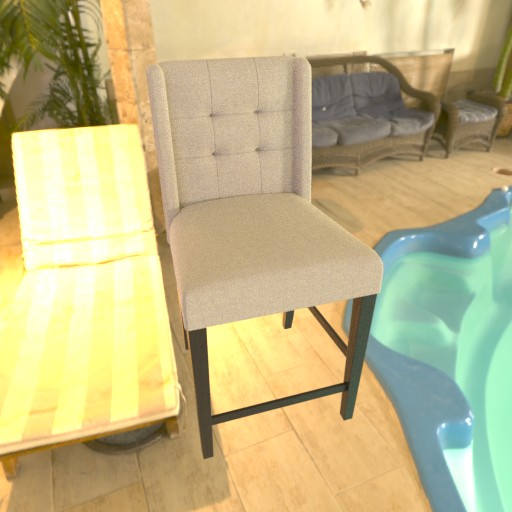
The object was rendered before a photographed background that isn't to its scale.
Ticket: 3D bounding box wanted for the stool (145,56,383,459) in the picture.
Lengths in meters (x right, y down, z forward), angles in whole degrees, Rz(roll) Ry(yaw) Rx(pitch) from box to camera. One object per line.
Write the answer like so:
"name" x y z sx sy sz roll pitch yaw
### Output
"stool" 0.000 0.000 1.212 0.474 0.939 0.509 -9 33 -15
